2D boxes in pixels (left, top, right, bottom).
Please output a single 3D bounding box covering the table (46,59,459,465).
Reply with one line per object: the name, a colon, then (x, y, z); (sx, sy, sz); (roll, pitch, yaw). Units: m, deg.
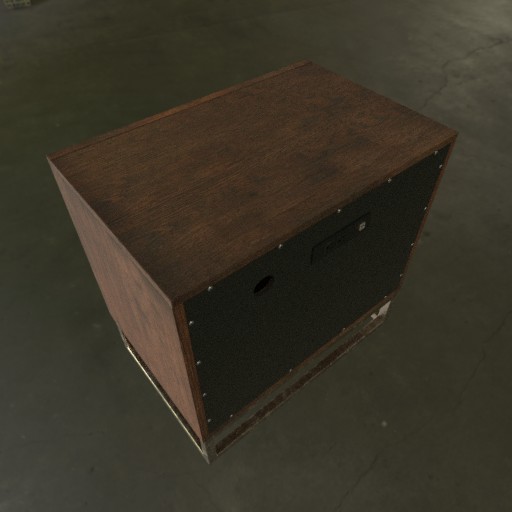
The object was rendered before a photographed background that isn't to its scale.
table: (0.000, 0.000, 1.255); (0.767, 0.746, 0.542); (-31, 54, -26)
